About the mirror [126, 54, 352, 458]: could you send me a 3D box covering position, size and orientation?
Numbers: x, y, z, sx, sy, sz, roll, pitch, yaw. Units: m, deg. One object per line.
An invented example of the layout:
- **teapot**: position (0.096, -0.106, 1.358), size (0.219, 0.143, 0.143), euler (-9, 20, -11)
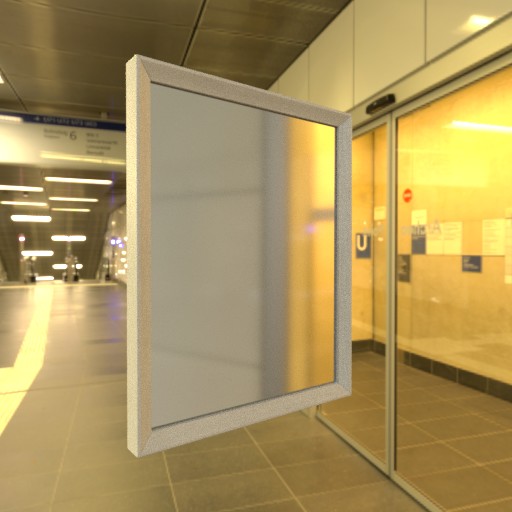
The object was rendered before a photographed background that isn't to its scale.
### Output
- **mirror**: position (0.000, 0.000, 0.696), size (0.406, 0.509, 0.041), euler (-1, 1, -37)
